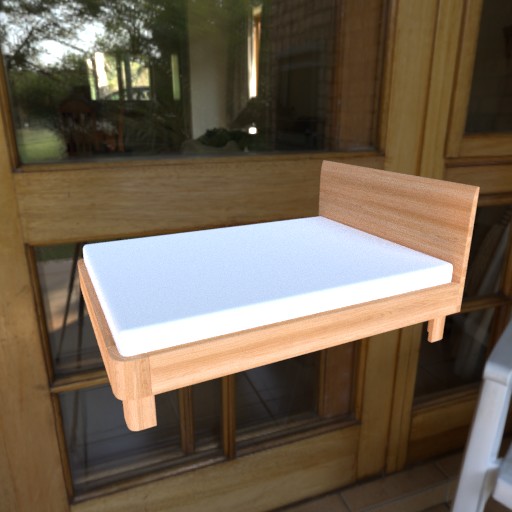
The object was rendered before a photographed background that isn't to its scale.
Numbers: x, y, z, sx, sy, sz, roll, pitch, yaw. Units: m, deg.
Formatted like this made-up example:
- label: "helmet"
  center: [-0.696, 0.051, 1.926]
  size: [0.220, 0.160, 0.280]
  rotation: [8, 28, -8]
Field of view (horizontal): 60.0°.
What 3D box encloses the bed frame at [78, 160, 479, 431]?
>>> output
- label: "bed frame"
  center: [0.000, 0.000, 2.768]
  size: [1.992, 0.940, 1.472]
  rotation: [-9, 20, -25]
